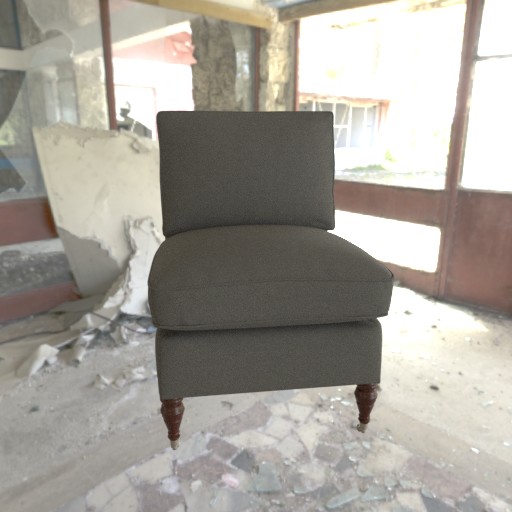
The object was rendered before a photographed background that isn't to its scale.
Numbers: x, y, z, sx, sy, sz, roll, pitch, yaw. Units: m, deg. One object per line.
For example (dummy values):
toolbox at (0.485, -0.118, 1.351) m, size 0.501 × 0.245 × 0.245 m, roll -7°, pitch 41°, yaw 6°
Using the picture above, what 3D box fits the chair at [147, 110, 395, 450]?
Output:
chair at (0.000, 0.000, 1.643) m, size 0.724 × 1.045 × 0.924 m, roll -2°, pitch 16°, yaw -7°
